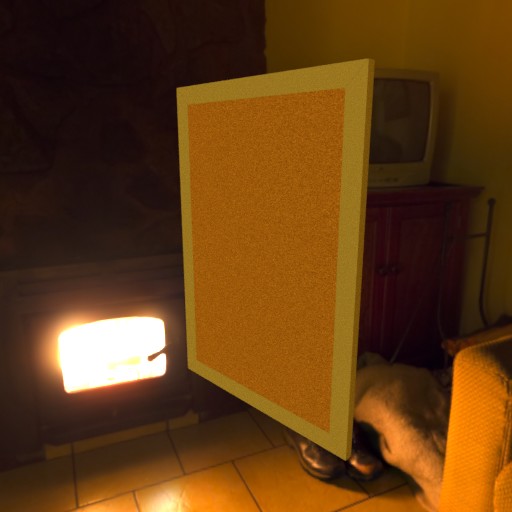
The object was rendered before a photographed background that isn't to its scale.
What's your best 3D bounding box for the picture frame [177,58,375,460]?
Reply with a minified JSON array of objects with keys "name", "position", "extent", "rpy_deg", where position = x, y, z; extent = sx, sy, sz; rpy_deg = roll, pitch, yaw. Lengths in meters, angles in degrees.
[{"name":"picture frame","position":[0.000,0.000,0.606],"extent":[0.011,0.459,0.326],"rpy_deg":[-13,19,-43]}]
